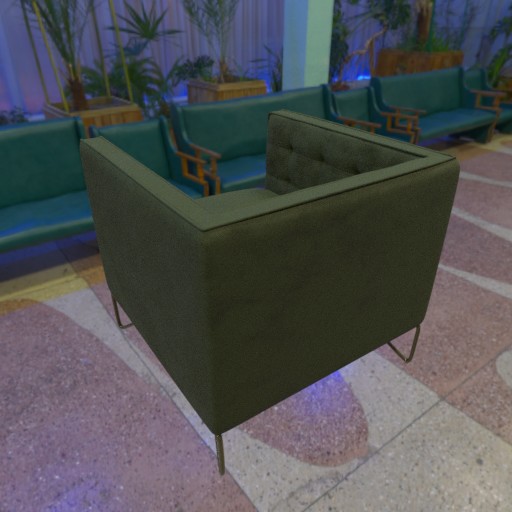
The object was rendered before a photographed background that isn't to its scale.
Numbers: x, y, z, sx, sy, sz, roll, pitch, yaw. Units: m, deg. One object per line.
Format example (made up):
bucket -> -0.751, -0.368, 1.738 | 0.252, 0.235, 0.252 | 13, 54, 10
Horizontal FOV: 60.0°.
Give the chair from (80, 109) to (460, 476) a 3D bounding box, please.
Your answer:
chair -> 0.000, 0.000, 1.566 | 0.880, 0.790, 0.894 | -19, 35, -29
